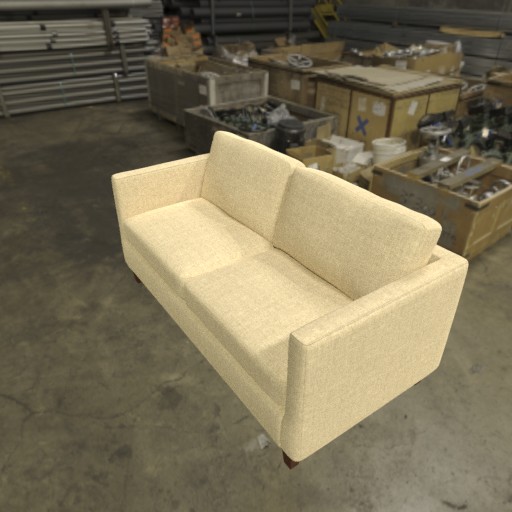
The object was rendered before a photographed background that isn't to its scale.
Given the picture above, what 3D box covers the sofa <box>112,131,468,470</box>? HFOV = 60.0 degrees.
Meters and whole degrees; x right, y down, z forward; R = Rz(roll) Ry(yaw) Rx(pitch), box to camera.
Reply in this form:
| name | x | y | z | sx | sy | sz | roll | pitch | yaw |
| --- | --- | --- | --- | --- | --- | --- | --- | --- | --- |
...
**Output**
| name | x | y | z | sx | sy | sz | roll | pitch | yaw |
| --- | --- | --- | --- | --- | --- | --- | --- | --- | --- |
| sofa | 0.000 | 0.000 | 2.443 | 0.950 | 0.963 | 1.884 | -20 | 37 | -29 |
